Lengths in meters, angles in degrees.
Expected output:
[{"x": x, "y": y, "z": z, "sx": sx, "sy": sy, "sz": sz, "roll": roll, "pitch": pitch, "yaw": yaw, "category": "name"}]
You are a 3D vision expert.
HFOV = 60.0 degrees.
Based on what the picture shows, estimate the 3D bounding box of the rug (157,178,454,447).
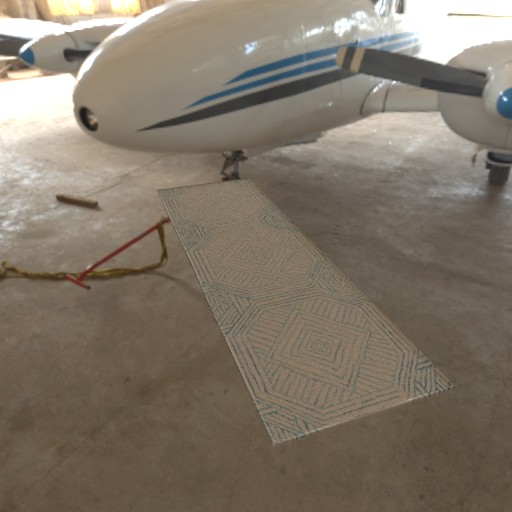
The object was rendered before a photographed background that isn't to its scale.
[{"x": 0.000, "y": 0.000, "z": 2.618, "sx": 0.775, "sy": 0.012, "sz": 2.452, "roll": -11, "pitch": 32, "yaw": -17, "category": "rug"}]
